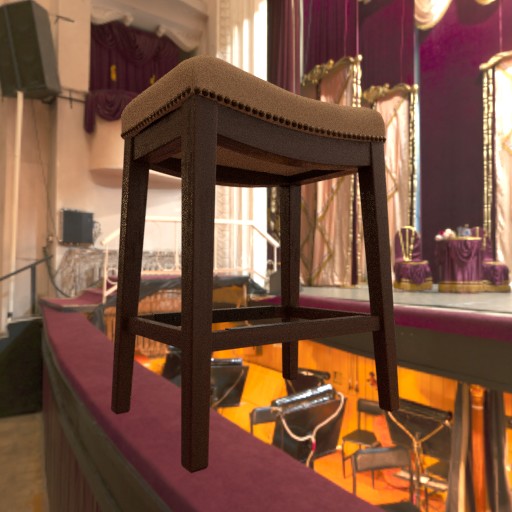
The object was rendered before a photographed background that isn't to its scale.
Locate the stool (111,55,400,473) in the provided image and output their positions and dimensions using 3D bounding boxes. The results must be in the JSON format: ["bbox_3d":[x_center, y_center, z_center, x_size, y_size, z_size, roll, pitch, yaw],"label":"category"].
[{"bbox_3d":[0.000,0.000,0.966,0.509,0.669,0.363,1,-2,-36],"label":"stool"}]
